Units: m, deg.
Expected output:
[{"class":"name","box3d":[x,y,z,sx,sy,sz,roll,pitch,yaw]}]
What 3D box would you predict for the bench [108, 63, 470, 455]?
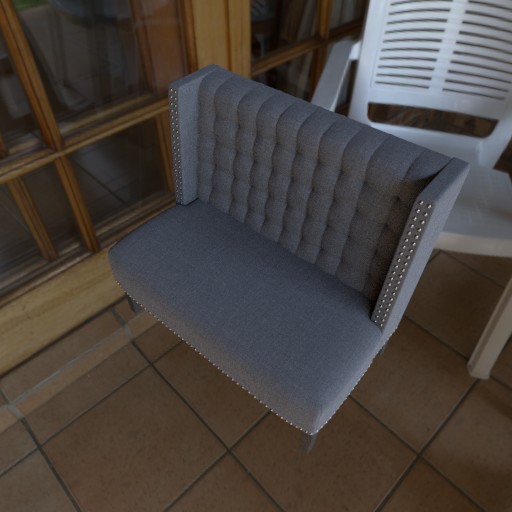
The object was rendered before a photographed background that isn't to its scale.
[{"class":"bench","box3d":[0.000,0.000,1.998,1.276,1.121,0.842,32,54,26]}]
